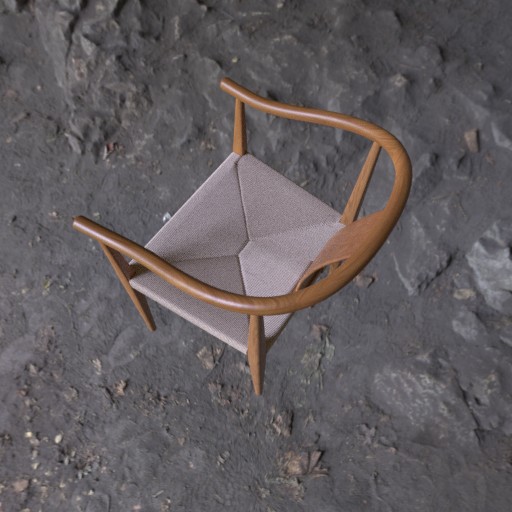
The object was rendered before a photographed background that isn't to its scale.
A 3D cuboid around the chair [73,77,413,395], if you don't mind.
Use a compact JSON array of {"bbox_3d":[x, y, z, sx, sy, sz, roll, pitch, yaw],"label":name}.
[{"bbox_3d":[0.000,0.000,1.205,0.579,0.800,0.556,31,66,16],"label":"chair"}]
